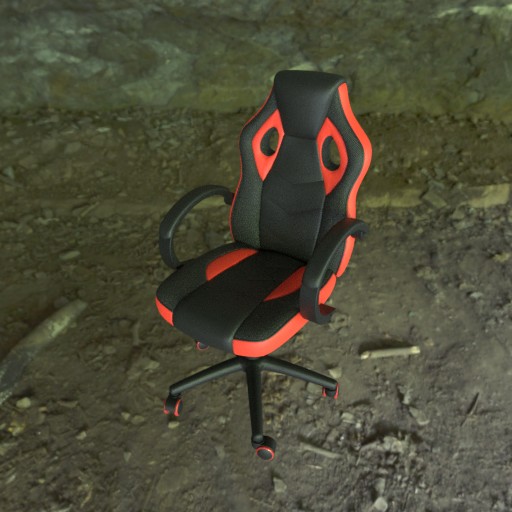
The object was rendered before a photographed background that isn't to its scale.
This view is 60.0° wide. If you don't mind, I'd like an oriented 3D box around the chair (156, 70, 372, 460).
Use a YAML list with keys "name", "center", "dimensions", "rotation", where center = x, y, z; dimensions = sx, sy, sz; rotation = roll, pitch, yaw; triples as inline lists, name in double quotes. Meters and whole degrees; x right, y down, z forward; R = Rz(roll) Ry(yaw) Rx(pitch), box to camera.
- name: "chair"
  center: [0.000, 0.000, 1.377]
  dimensions: [0.600, 1.016, 0.642]
  rotation: [18, 34, 28]
